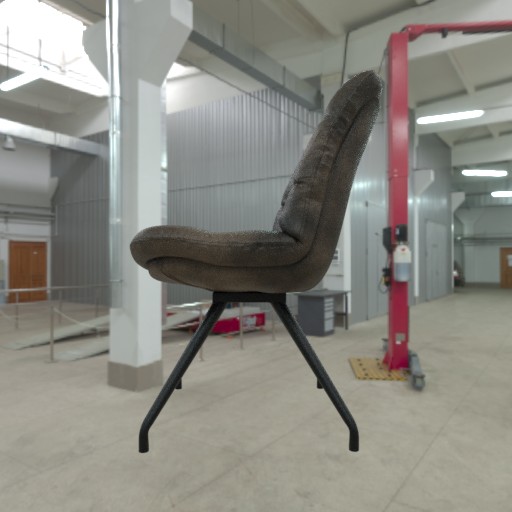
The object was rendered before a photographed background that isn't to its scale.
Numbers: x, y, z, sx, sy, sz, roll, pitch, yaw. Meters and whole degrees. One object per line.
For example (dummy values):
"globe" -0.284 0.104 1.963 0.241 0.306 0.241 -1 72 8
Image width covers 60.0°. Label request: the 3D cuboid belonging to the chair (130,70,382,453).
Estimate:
"chair" 0.000 0.000 1.229 0.622 0.870 0.549 0 0 -1
